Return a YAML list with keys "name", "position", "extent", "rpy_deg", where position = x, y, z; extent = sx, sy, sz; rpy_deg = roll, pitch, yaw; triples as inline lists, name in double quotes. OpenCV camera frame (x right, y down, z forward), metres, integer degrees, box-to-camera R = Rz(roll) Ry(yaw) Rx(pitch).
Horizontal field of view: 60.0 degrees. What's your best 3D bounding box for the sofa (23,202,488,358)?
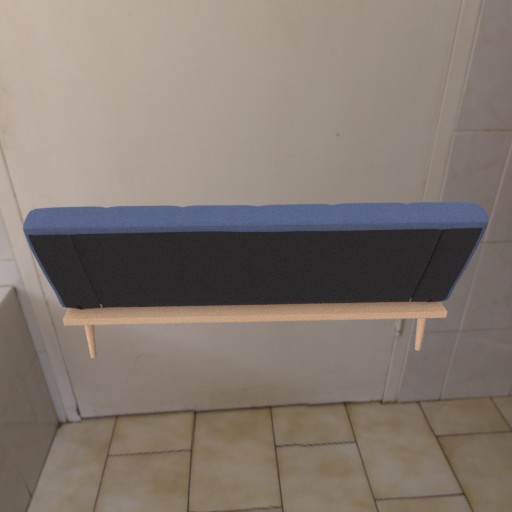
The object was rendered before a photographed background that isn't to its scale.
- name: "sofa"
  position: [0.000, 0.000, 2.183]
  extent: [1.800, 0.800, 0.796]
  rpy_deg: [-1, 30, -2]
